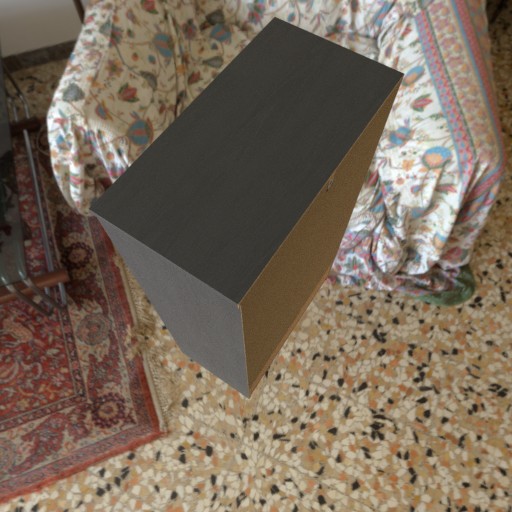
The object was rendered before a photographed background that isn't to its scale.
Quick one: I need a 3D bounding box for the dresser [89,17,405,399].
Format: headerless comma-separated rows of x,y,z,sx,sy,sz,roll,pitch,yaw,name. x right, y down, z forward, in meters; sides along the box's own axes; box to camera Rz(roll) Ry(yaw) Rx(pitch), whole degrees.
0.000,0.000,1.550,0.399,1.255,0.704,31,68,14,dresser
